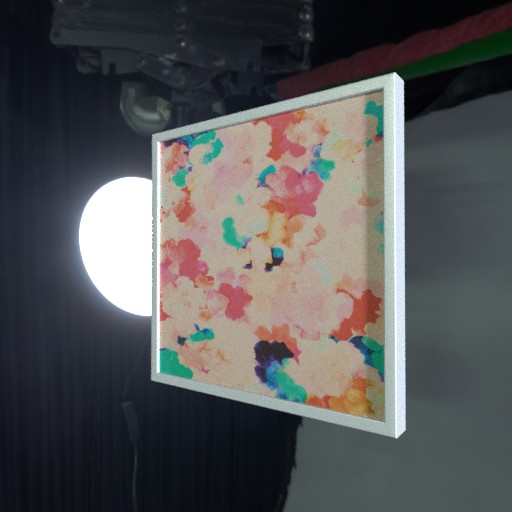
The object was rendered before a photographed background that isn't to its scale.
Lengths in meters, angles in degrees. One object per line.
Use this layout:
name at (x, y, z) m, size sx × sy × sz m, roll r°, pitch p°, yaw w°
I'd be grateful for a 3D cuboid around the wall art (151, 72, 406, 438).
wall art at (0.000, 0.000, 0.776) m, size 0.506 × 0.505 × 0.038 m, roll -1°, pitch -1°, yaw 36°
